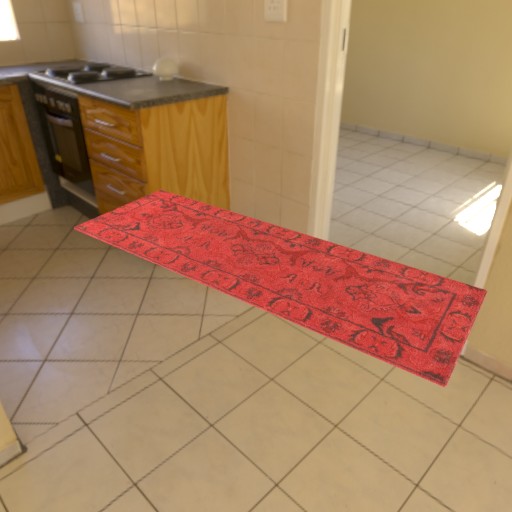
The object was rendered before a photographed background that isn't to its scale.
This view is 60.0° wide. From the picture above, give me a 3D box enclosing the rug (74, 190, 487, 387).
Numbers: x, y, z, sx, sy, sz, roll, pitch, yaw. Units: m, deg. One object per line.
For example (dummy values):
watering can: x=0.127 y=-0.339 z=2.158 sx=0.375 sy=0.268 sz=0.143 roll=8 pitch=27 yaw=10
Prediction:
rug: x=0.000 y=0.000 z=2.672 sx=2.439 sy=0.018 sz=0.813 roll=20 pitch=36 yaw=30
